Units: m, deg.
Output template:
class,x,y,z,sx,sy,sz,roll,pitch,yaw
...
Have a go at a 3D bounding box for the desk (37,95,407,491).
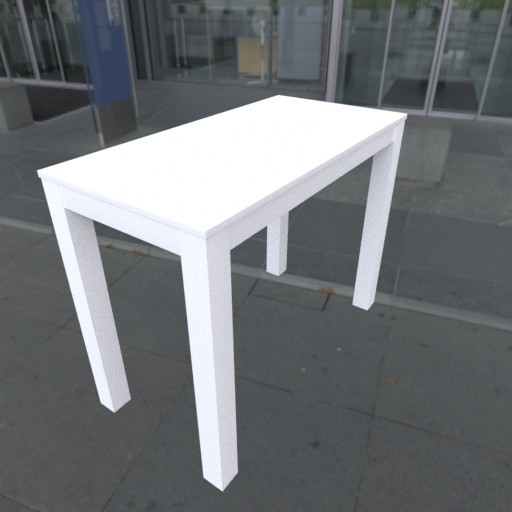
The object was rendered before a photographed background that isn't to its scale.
class,x,y,z,sx,sy,sz,roll,pitch,yaw
desk,0.000,0.000,1.410,0.497,0.762,0.990,20,37,30
